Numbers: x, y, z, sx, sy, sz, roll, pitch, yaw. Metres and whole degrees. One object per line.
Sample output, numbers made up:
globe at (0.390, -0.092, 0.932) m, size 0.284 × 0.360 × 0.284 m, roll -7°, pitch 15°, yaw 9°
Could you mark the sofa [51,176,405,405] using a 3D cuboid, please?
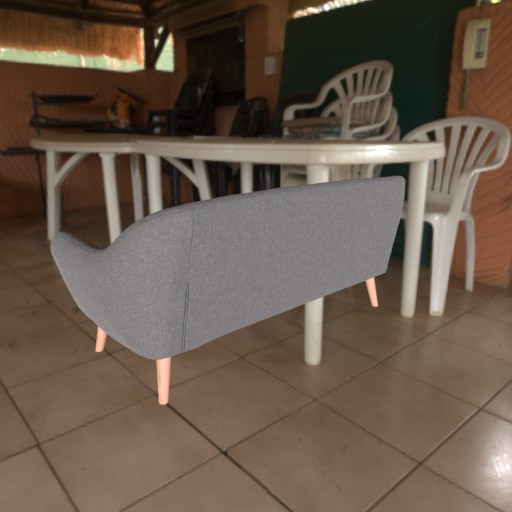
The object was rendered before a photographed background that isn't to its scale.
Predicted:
sofa at (0.000, 0.000, 2.334) m, size 1.840 × 0.820 × 0.820 m, roll -14°, pitch 21°, yaw -40°
